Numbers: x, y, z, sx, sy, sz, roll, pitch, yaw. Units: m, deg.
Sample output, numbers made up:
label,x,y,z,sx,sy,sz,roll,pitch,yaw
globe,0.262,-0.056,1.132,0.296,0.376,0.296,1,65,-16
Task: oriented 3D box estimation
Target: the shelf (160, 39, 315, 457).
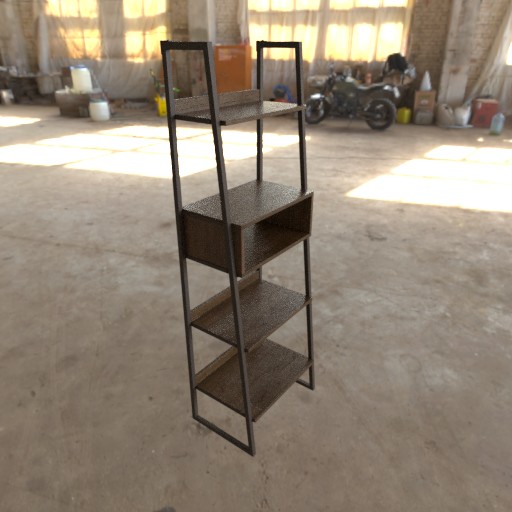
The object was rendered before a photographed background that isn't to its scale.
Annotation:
label,x,y,z,sx,sy,sz,roll,pitch,yaw
shelf,0.000,0.000,2.286,0.454,2.005,0.652,18,31,33
